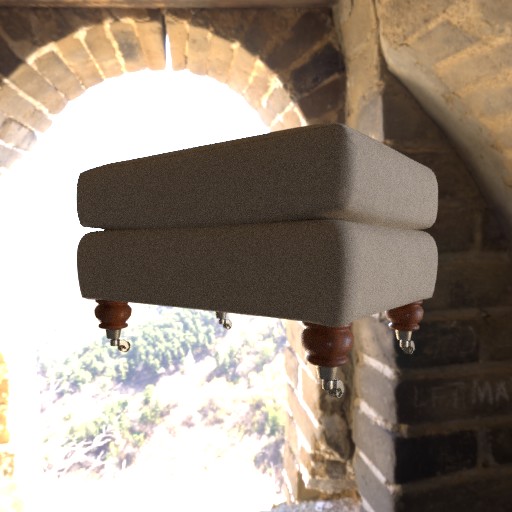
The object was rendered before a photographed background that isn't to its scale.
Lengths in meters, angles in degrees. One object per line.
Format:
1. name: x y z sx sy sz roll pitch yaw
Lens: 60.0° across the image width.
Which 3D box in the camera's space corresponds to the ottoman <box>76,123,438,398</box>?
1. ottoman: 0.000 0.000 1.125 0.773 0.504 0.569 0 1 36
